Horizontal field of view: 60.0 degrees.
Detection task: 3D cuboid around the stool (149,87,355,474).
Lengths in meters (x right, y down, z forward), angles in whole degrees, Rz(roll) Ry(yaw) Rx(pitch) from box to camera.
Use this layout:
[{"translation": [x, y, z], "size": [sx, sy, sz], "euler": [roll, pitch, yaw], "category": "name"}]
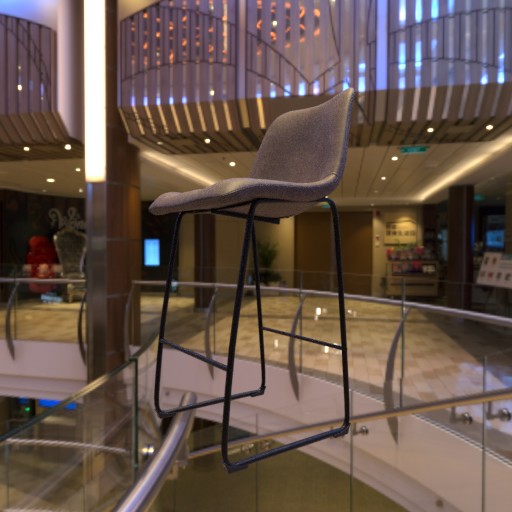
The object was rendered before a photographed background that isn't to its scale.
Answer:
[{"translation": [0.000, 0.000, 1.426], "size": [0.561, 1.082, 0.514], "euler": [-1, 1, -35], "category": "stool"}]
